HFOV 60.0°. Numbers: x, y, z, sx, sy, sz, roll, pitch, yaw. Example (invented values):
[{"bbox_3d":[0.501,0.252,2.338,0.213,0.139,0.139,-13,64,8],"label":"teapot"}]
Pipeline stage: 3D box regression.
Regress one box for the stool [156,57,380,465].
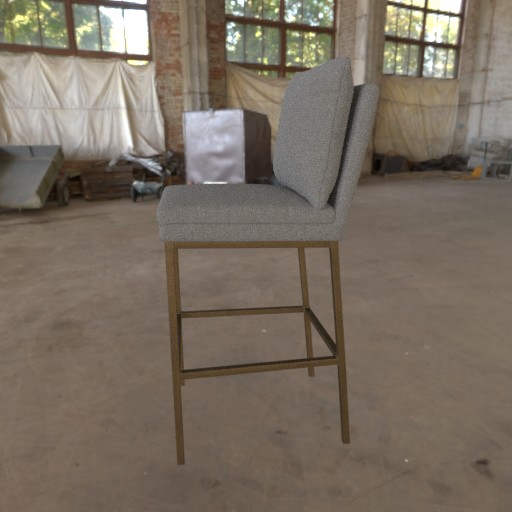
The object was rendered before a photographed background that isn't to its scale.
[{"bbox_3d":[0.000,0.000,1.399,0.569,1.132,0.463,-2,16,-8],"label":"stool"}]
